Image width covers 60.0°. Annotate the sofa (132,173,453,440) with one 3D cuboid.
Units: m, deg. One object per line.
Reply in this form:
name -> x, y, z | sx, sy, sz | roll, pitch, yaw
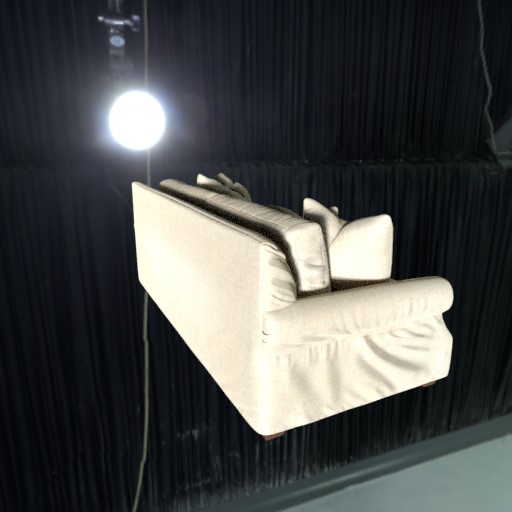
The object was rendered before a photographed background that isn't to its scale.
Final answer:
sofa -> 0.000, 0.000, 2.752 | 1.067, 0.904, 2.285 | -8, 17, -26
